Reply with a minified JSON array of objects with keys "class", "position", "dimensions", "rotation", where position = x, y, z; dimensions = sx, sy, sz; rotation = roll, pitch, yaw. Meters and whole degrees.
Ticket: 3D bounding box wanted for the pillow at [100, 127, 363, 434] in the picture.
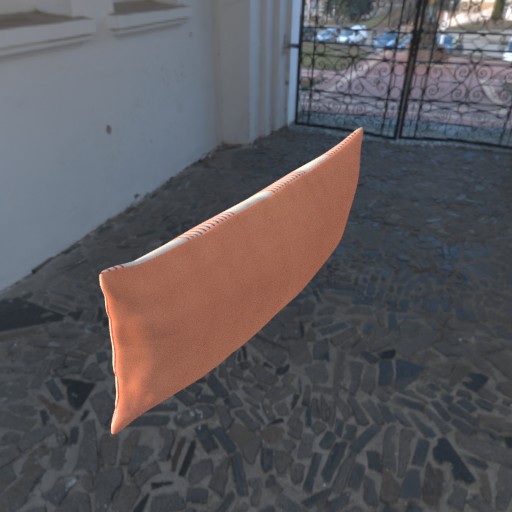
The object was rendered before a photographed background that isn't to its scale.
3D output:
[{"class":"pillow","position":[0.000,0.000,0.729],"dimensions":[0.156,0.292,0.608],"rotation":[21,38,30]}]
